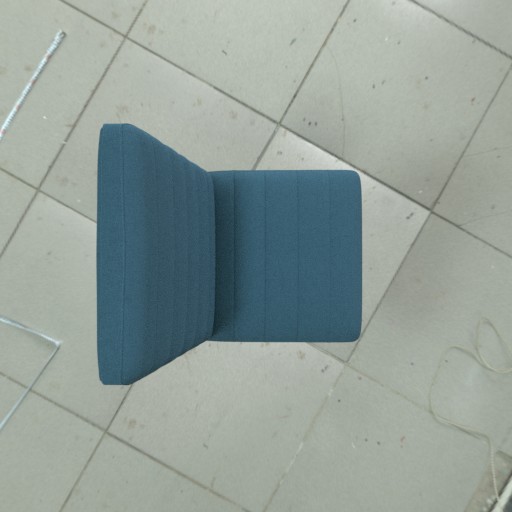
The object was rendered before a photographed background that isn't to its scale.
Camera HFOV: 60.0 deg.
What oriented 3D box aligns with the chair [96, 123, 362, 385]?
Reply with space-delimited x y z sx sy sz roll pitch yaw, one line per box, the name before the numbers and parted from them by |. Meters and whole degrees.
chair | 0.000 0.000 1.300 0.634 0.930 0.520 0 90 -1
